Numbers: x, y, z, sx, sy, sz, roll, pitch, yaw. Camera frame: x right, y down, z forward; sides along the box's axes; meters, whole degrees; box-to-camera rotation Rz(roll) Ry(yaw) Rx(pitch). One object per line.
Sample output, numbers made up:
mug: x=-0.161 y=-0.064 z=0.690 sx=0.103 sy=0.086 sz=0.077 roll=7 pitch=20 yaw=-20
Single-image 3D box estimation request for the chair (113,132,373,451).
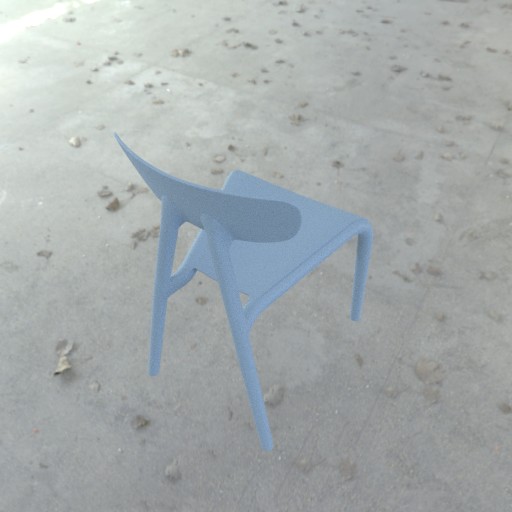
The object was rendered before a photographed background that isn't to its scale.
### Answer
chair: x=0.000 y=0.000 z=0.829 sx=0.356 sy=0.580 sz=0.401 roll=25 pitch=51 yaw=22
